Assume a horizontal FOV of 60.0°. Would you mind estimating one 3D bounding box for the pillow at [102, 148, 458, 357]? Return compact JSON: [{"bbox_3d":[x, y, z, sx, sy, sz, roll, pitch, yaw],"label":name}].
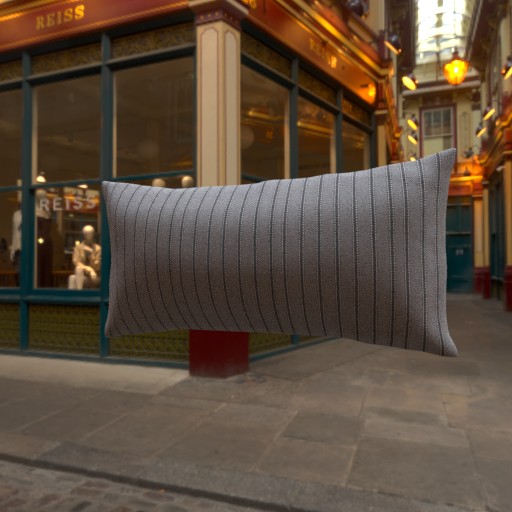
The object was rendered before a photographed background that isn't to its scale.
[{"bbox_3d":[0.000,0.000,0.731,0.609,0.305,0.151,0,-1,19],"label":"pillow"}]
